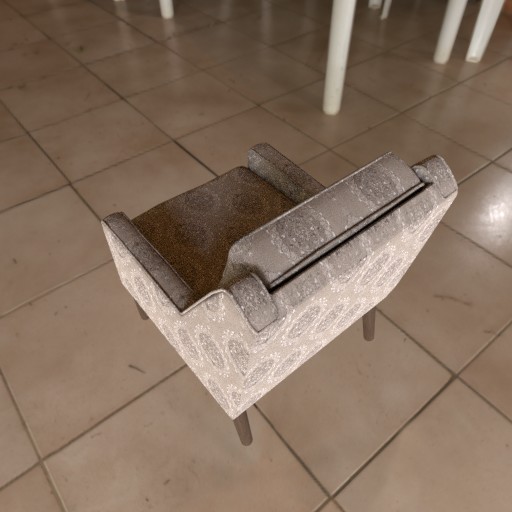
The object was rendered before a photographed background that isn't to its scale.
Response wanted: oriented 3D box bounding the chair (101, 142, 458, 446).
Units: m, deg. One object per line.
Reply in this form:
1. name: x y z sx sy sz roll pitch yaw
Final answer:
1. chair: 0.000 0.000 1.351 0.665 0.797 0.750 -32 55 -26
